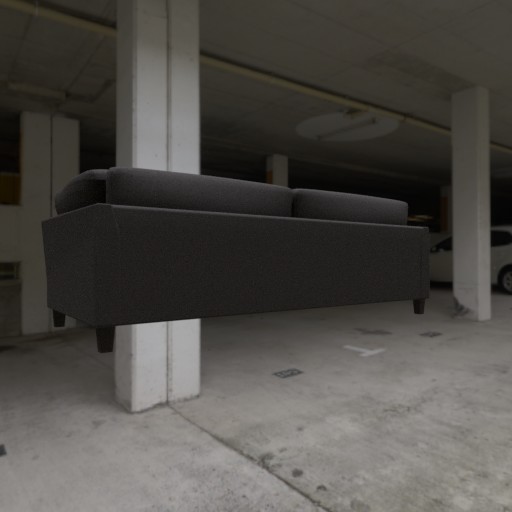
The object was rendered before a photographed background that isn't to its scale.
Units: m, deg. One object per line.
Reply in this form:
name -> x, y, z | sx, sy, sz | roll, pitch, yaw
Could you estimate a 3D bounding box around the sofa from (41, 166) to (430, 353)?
sofa -> 0.000, 0.000, 2.781 | 2.312, 0.792, 0.969 | 0, -1, -36
